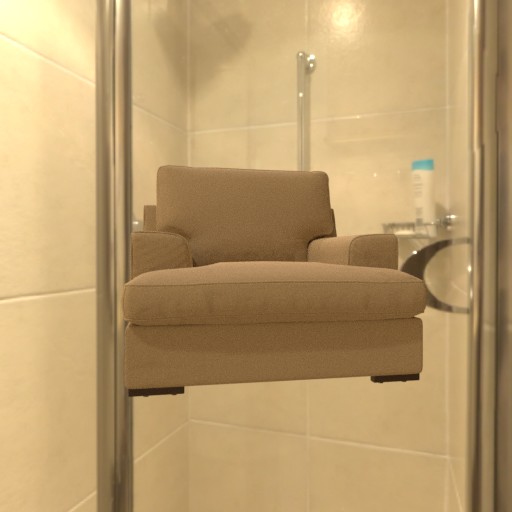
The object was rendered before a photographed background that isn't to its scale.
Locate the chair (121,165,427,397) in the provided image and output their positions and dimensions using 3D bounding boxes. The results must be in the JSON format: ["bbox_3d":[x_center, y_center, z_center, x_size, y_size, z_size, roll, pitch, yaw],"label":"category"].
[{"bbox_3d":[0.000,0.000,2.186,1.293,1.005,1.274,0,0,-18],"label":"chair"}]
